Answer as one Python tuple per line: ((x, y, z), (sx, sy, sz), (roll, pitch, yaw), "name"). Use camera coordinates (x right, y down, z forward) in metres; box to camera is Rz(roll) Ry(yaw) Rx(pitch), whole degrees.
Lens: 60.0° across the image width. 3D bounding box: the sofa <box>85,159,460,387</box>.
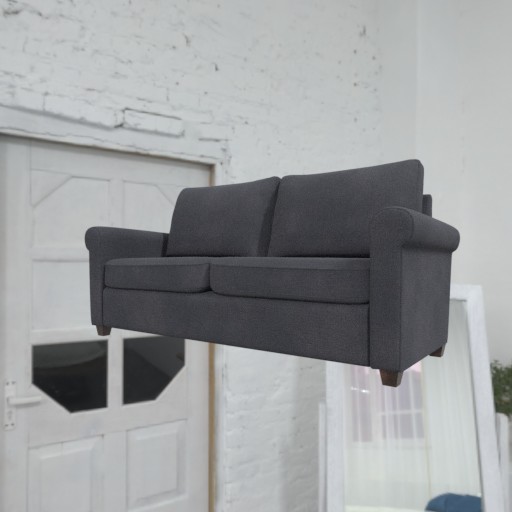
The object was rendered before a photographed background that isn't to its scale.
((0.000, 0.000, 2.409), (1.935, 0.942, 0.842), (0, 0, 36), "sofa")
